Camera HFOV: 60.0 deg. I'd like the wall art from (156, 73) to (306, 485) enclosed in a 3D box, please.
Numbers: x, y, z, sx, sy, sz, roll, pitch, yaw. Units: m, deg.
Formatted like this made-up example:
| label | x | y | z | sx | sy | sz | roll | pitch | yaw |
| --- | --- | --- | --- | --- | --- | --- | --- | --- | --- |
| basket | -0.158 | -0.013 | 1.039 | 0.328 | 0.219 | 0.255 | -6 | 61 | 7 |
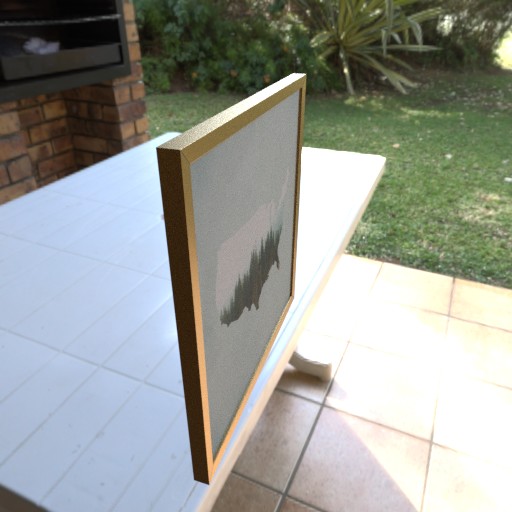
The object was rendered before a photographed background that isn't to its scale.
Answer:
| label | x | y | z | sx | sy | sz | roll | pitch | yaw |
| --- | --- | --- | --- | --- | --- | --- | --- | --- | --- |
| wall art | 0.000 | 0.000 | 1.119 | 0.038 | 0.762 | 0.762 | 10 | 31 | 16 |
